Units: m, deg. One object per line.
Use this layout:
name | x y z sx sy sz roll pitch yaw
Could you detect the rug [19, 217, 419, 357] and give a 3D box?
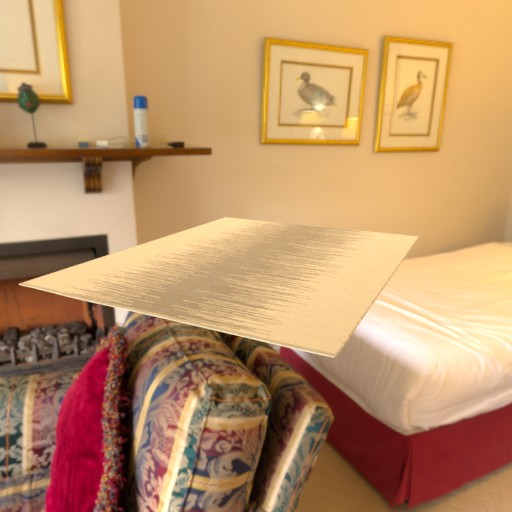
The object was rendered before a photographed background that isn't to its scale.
rug | 0.000 0.000 4.072 2.453 0.010 3.037 8 18 26
